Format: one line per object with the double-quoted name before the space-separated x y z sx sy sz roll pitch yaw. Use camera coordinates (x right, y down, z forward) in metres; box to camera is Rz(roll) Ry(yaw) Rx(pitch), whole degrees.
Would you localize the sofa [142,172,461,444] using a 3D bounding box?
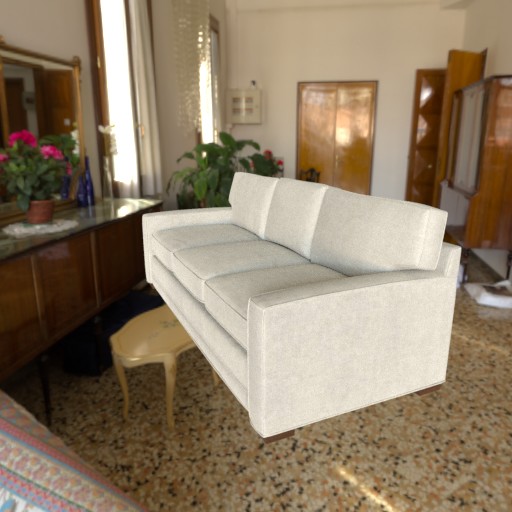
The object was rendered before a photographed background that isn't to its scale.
"sofa" 0.000 0.000 2.625 0.936 0.862 2.093 -7 17 -24
